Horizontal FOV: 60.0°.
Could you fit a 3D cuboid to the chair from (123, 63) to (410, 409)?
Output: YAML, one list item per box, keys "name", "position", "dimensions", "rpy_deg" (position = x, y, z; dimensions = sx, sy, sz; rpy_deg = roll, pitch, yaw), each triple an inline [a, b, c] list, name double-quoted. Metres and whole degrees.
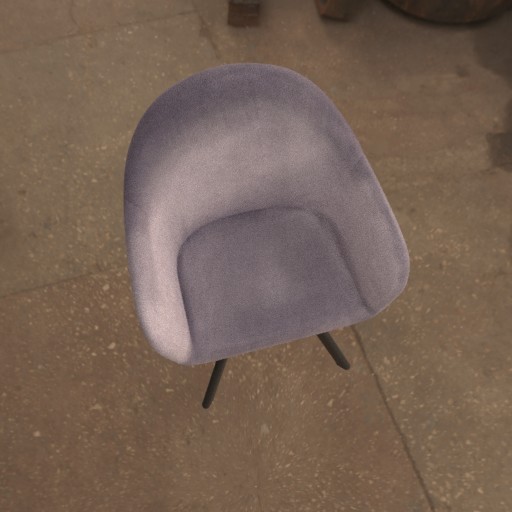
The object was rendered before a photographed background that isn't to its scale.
- name: "chair"
  position: [0.000, 0.000, 1.145]
  dimensions: [0.570, 0.780, 0.540]
  rpy_deg: [-13, 63, -7]
